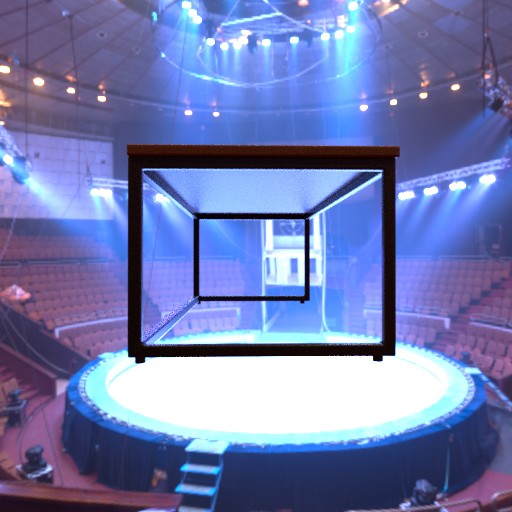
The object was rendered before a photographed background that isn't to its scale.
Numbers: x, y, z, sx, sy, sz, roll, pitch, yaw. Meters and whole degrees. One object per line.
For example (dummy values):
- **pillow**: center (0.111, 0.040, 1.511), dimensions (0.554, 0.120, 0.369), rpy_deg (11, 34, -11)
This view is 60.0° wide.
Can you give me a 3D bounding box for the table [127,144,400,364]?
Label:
- **table**: center (0.000, 0.000, 1.357), dimensions (0.500, 0.400, 1.100), rpy_deg (0, 0, -2)
